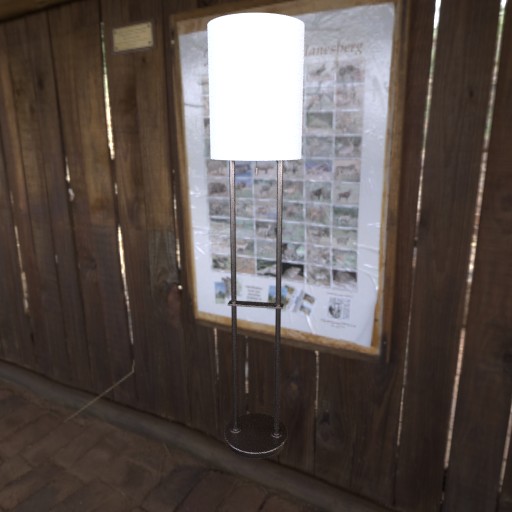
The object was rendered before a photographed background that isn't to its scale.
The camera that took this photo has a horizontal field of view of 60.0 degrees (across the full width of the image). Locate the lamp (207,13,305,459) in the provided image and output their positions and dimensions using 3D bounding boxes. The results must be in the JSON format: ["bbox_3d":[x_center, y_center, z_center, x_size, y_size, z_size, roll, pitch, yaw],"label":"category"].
[{"bbox_3d":[0.000,0.000,1.588,0.306,1.500,0.305,3,15,10],"label":"lamp"}]
